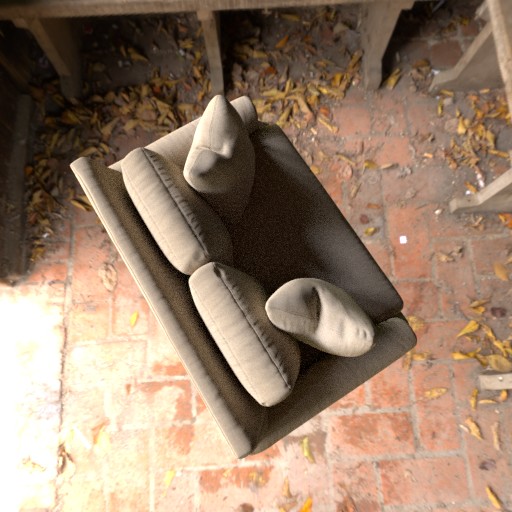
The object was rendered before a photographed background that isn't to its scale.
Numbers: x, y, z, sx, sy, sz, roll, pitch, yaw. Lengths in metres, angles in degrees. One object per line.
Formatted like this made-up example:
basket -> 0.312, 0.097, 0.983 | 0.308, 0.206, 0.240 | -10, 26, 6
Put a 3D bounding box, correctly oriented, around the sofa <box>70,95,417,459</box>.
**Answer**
sofa -> 0.000, 0.000, 2.208 | 1.070, 0.905, 1.550 | -31, 78, -7
